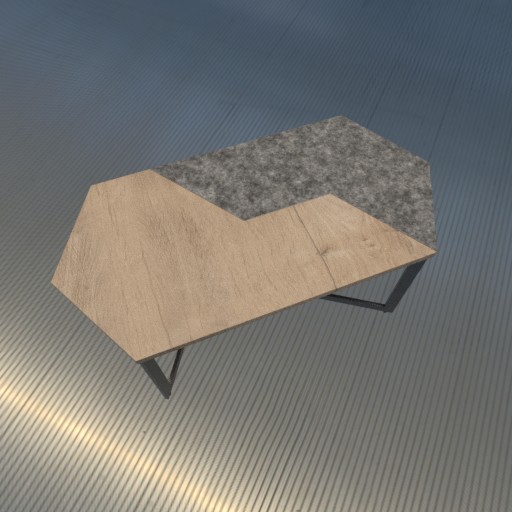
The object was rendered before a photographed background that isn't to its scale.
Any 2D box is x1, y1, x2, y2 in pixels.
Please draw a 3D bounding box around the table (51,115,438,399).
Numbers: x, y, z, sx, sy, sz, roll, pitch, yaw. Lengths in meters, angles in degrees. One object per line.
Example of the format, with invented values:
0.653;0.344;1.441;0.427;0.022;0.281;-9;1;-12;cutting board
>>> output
0.000;0.000;1.535;1.219;0.457;0.609;-18;61;-11;table
